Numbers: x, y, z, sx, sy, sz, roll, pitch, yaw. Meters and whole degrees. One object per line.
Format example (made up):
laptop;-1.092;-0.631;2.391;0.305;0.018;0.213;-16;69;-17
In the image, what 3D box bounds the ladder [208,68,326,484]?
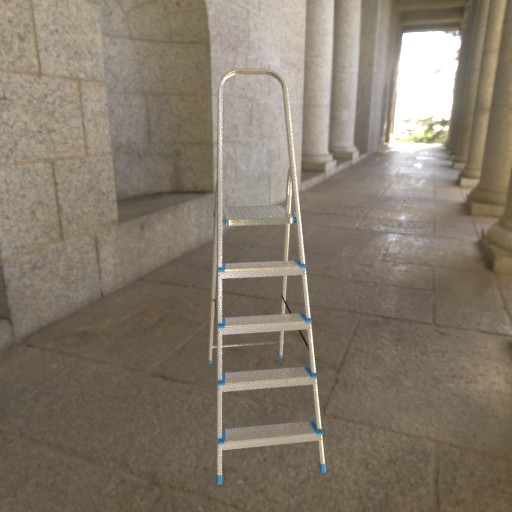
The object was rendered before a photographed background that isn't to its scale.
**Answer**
ladder;0.000;0.000;2.077;0.468;1.648;0.990;-2;18;-8
